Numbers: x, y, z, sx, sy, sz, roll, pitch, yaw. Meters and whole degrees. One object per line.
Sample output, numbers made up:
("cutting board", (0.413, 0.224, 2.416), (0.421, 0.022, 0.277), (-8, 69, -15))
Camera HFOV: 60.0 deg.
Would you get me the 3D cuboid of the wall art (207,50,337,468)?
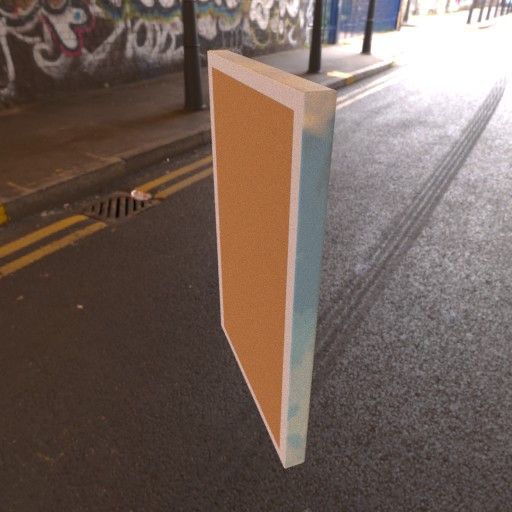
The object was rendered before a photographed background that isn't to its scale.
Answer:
("wall art", (0.000, 0.000, 0.764), (0.038, 0.610, 0.401), (-10, 32, -17))
